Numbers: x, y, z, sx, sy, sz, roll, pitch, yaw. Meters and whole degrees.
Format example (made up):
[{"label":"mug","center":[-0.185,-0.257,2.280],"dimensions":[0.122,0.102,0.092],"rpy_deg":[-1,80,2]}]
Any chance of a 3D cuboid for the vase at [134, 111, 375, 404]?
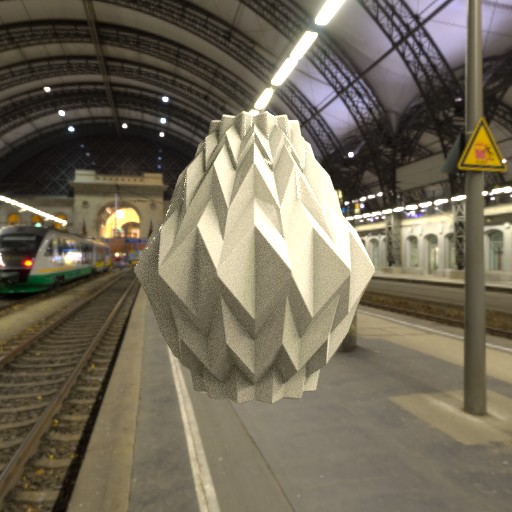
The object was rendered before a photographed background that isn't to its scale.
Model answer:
[{"label":"vase","center":[0.000,0.000,0.314],"dimensions":[0.164,0.185,0.164],"rpy_deg":[0,0,0]}]
